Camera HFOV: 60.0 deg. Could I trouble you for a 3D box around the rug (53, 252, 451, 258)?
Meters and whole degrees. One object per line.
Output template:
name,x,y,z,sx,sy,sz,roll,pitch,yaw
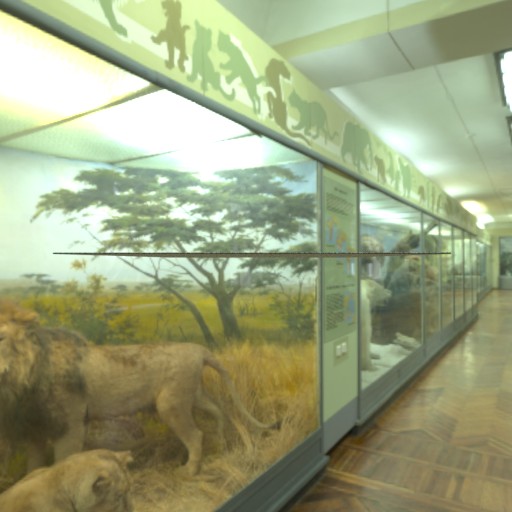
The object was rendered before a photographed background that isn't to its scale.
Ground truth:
rug,0.000,0.000,5.158,2.894,0.011,3.957,0,-1,1
